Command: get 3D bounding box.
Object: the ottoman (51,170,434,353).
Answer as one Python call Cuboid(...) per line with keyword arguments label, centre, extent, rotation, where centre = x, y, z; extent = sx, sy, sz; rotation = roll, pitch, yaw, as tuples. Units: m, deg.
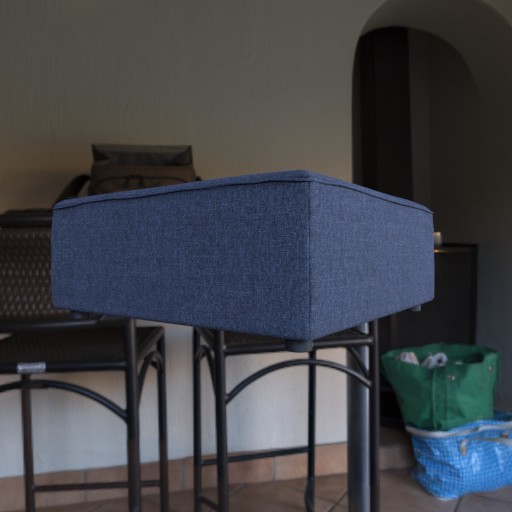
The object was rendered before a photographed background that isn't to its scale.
Cuboid(label="ottoman", centre=(0.000, 0.000, 1.616), extent=(1.017, 0.423, 1.023), rotation=(0, 0, 36))
